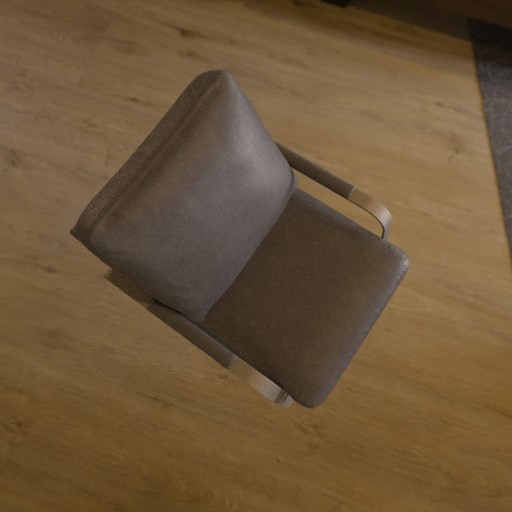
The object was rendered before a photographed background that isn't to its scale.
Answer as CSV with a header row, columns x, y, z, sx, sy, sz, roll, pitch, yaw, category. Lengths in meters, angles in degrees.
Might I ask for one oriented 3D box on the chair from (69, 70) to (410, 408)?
x,y,z,sx,sy,sz,roll,pitch,yaw,category
0.000,0.000,1.469,0.878,0.839,0.692,34,78,8,chair
